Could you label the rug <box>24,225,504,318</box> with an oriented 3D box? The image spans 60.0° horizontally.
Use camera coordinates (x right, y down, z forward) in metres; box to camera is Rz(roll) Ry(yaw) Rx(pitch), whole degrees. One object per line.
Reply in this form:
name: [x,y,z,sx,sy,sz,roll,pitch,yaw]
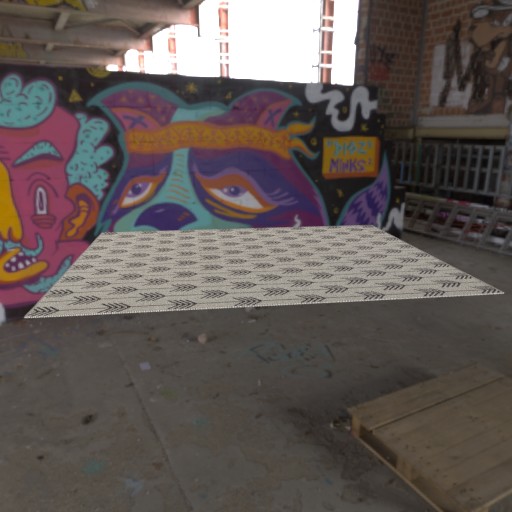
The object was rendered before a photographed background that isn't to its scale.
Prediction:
rug: [0.000,0.000,3.895,3.061,0.010,2.330,-2,16,-7]
